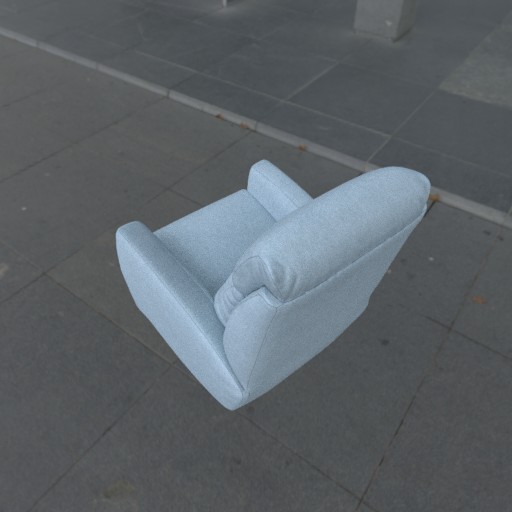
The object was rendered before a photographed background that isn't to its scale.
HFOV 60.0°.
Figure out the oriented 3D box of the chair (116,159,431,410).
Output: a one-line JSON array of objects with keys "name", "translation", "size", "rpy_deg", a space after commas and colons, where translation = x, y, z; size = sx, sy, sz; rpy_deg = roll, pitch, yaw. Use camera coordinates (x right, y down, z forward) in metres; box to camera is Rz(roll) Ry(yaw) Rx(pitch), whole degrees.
[{"name": "chair", "translation": [0.000, 0.000, 1.709], "size": [0.812, 1.013, 0.940], "rpy_deg": [-30, 53, -26]}]
